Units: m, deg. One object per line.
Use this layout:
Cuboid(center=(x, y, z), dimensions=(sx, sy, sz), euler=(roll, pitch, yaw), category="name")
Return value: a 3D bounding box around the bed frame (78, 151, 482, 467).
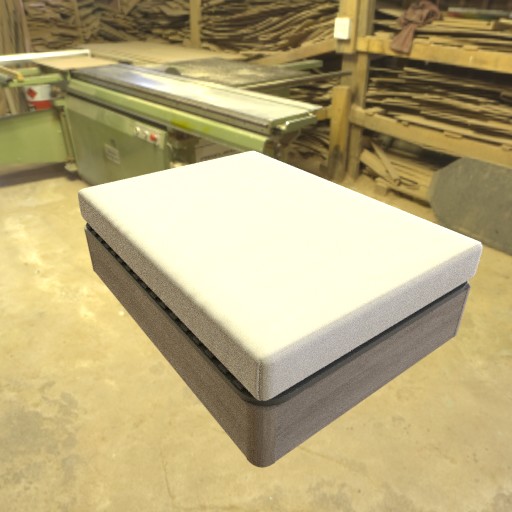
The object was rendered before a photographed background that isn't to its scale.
Cuboid(center=(0.000, 0.000, 2.579), dimensions=(1.400, 0.561, 1.900), euler=(-21, 36, -31), category="bed frame")
